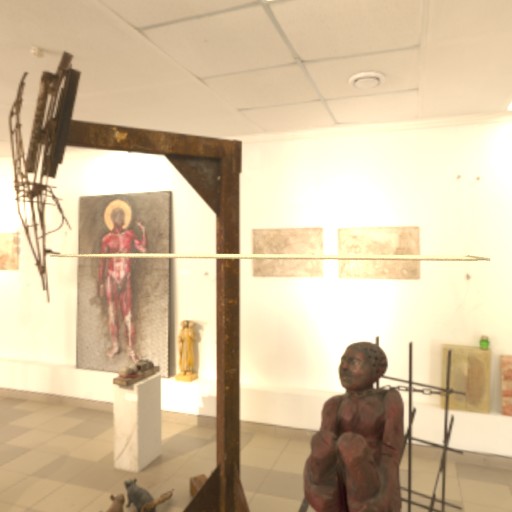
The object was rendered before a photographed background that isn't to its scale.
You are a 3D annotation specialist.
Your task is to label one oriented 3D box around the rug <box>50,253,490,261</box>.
[{"bbox_3d":[0.000,0.000,2.817,2.544,0.015,0.795,0,1,19],"label":"rug"}]
